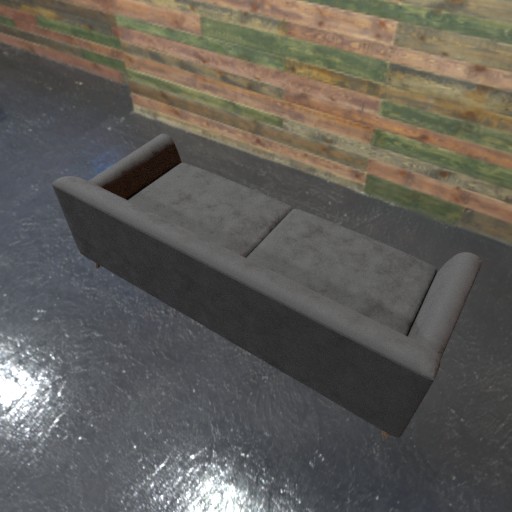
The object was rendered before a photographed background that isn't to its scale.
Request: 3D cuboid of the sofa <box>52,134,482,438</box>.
[{"bbox_3d":[0.000,0.000,2.567,2.190,0.740,0.900,26,51,23],"label":"sofa"}]
